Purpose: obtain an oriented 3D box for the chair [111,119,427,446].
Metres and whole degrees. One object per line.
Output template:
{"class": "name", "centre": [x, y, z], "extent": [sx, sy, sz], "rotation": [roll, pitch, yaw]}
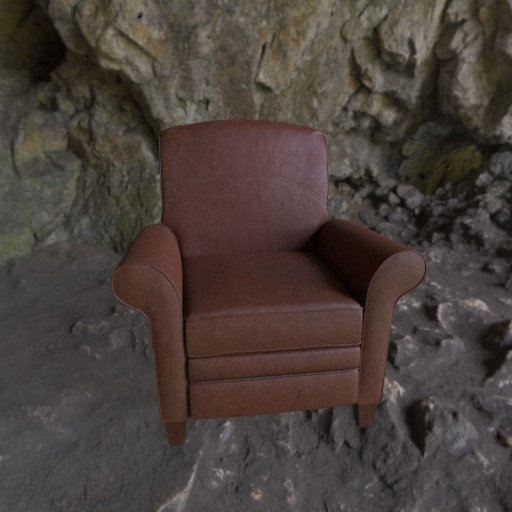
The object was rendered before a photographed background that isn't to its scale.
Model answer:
{"class": "chair", "centre": [0.000, 0.000, 1.775], "extent": [0.978, 1.061, 0.902], "rotation": [-2, 16, -8]}
